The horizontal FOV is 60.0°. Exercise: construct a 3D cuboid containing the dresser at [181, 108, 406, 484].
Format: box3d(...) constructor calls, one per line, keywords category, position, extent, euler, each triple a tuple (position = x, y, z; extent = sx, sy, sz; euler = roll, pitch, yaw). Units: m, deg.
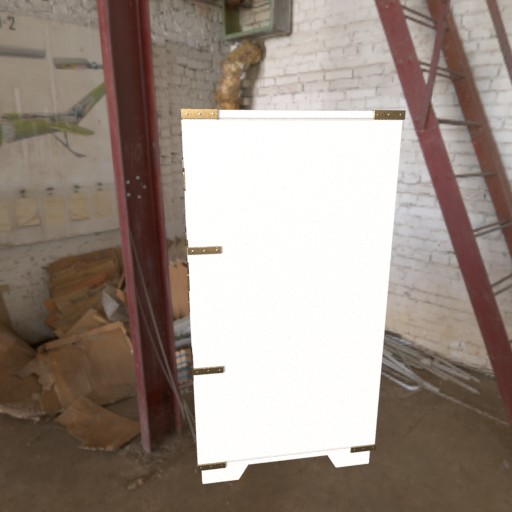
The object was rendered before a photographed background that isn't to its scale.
box3d(category="dresser", position=(0.000, 0.000, 1.487), extent=(0.460, 0.891, 1.022), euler=(-3, 16, -9))
